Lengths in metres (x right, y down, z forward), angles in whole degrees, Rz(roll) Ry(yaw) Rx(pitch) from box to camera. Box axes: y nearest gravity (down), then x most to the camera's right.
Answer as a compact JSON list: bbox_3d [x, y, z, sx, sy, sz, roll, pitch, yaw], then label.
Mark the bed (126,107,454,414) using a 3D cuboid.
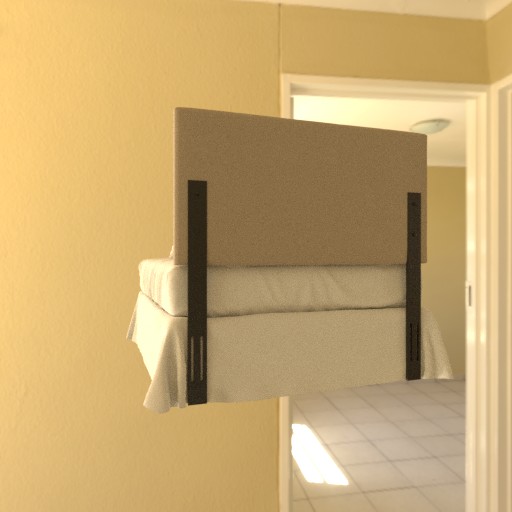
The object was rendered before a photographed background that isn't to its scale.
[{"bbox_3d":[0.000,0.000,3.539,1.936,1.577,2.222,0,0,-19],"label":"bed"}]
